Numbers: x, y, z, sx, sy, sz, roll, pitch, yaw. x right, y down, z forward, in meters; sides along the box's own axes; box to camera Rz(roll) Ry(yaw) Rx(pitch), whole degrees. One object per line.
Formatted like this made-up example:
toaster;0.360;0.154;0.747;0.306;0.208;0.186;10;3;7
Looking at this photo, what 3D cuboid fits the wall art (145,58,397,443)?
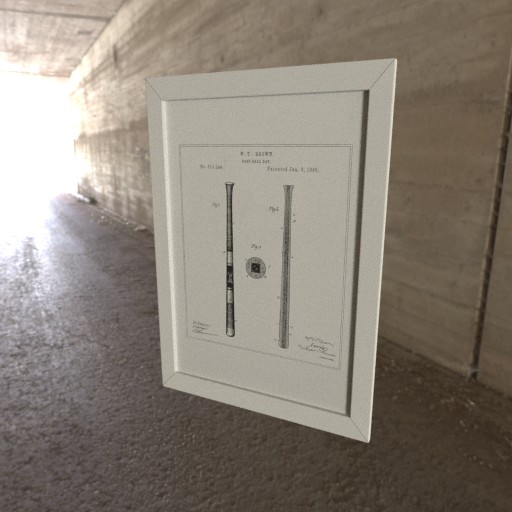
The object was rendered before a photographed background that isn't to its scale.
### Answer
wall art;0.000;0.000;0.675;0.374;0.529;0.012;7;15;25
